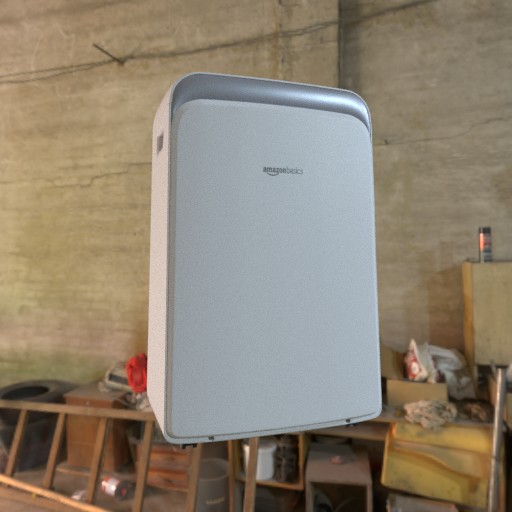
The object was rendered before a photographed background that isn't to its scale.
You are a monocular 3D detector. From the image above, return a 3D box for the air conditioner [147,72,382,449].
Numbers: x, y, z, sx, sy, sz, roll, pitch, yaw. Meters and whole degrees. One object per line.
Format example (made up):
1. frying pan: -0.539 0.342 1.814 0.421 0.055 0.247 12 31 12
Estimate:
1. air conditioner: 0.000 0.000 0.964 0.454 0.700 0.365 0 1 -17
